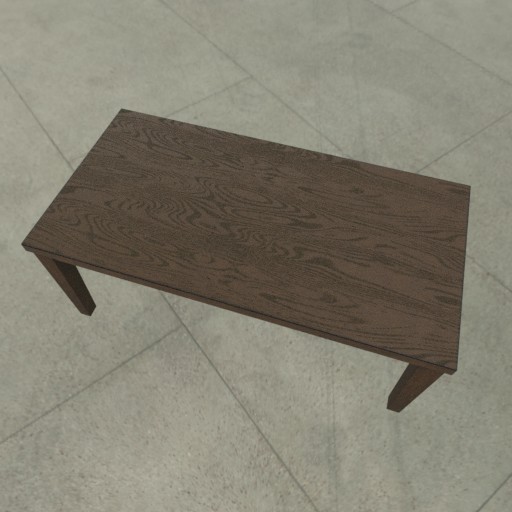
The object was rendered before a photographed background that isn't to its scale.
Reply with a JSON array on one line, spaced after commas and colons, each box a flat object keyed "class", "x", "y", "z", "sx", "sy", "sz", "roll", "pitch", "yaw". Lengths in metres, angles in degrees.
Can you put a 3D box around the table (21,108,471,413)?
[{"class": "table", "x": 0.000, "y": 0.000, "z": 2.482, "sx": 1.981, "sy": 0.762, "sz": 1.016, "roll": 15, "pitch": 58, "yaw": 10}]
